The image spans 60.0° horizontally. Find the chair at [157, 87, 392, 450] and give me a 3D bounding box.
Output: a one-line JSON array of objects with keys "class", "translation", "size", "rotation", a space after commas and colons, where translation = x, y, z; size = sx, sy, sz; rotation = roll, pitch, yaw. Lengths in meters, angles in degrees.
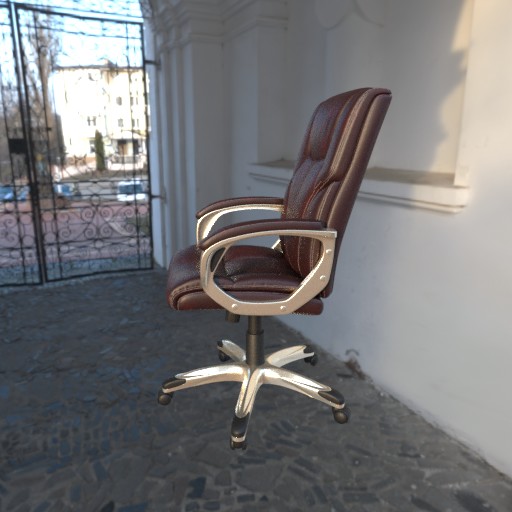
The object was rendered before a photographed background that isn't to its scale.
[{"class": "chair", "translation": [0.000, 0.000, 1.564], "size": [0.739, 1.107, 0.662], "rotation": [-2, 15, -8]}]
